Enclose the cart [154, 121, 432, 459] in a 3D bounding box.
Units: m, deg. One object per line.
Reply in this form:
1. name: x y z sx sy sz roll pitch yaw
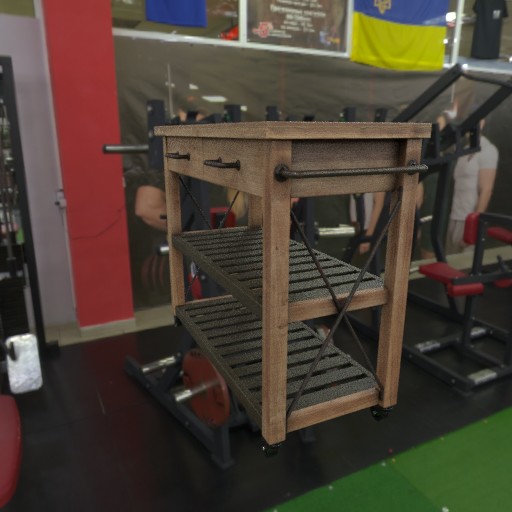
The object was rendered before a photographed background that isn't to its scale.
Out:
1. cart: 0.000 0.000 0.979 0.298 0.554 0.686 -7 17 -24
